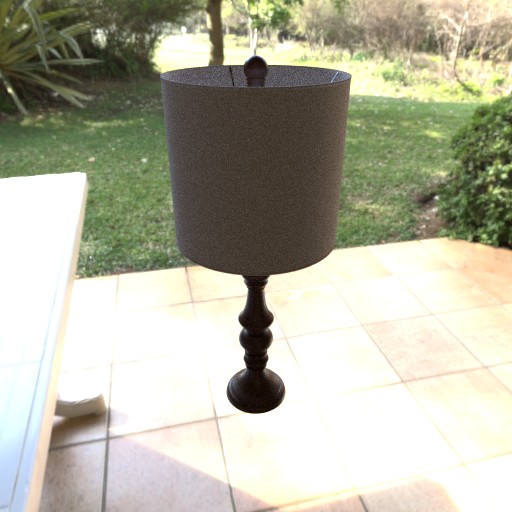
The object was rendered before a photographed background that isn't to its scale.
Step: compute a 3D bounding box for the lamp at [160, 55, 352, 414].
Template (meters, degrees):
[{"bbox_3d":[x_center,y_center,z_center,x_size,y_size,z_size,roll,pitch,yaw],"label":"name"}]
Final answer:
[{"bbox_3d":[0.000,0.000,0.721,0.250,0.597,0.250,-10,30,-17],"label":"lamp"}]
